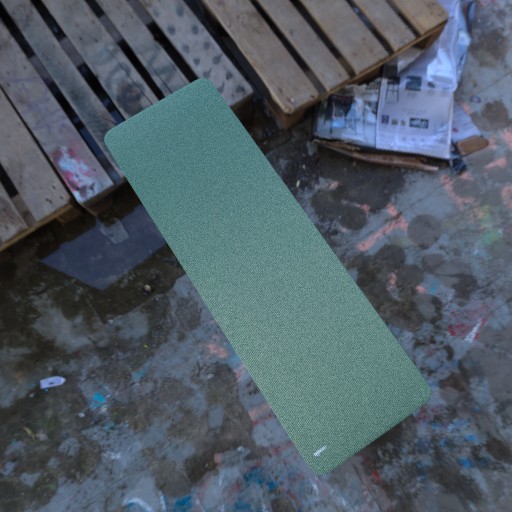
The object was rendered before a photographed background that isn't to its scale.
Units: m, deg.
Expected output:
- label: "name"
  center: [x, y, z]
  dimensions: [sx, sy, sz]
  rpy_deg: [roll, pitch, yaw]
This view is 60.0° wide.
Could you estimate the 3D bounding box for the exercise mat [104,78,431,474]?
- label: "exercise mat"
  center: [0.000, 0.000, 2.036]
  dimensions: [0.616, 0.021, 1.869]
  rpy_deg: [-33, 79, -7]
